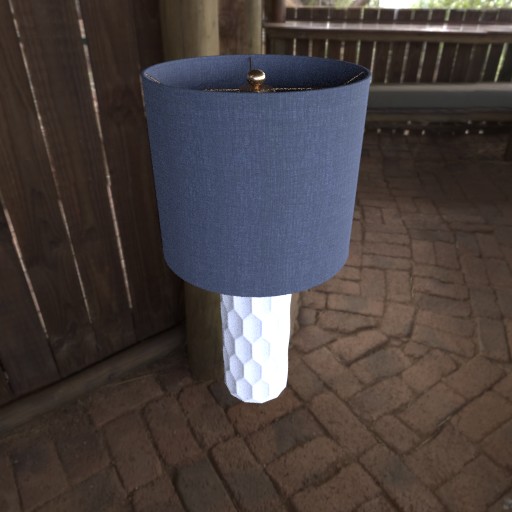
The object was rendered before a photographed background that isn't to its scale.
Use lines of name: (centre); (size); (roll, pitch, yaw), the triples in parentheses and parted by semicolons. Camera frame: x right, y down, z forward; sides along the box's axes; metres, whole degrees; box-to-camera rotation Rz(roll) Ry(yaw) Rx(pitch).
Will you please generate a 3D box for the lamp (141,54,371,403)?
lamp: (0.000, 0.000, 0.684); (0.277, 0.537, 0.277); (20, 37, 29)
